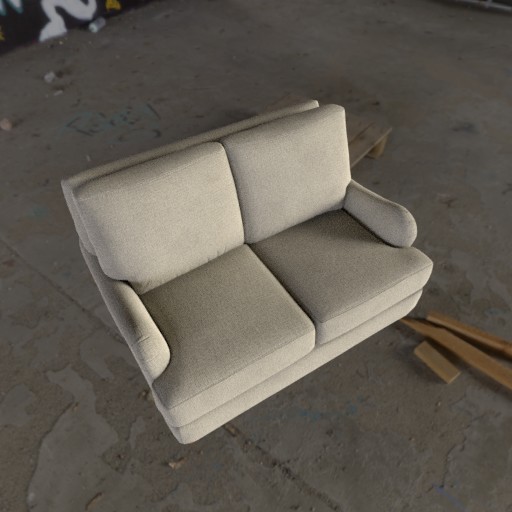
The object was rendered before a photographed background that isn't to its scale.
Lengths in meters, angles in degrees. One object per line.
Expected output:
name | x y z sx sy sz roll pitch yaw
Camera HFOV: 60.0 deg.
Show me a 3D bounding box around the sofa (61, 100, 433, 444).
sofa | 0.000 0.000 2.216 1.480 0.999 1.087 -24 51 -22
